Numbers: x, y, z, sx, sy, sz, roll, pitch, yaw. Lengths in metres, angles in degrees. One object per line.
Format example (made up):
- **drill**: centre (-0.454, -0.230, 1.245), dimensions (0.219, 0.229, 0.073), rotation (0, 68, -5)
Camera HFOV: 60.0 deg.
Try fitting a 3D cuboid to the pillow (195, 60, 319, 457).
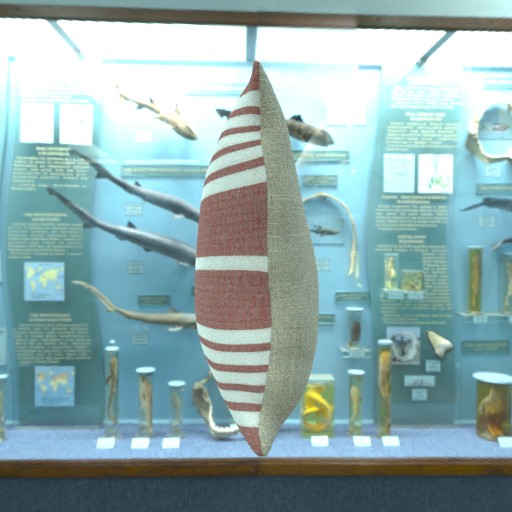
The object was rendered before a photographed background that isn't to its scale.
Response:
- **pillow**: centre (0.000, 0.000, 0.679), dimensions (0.182, 0.427, 0.439), rotation (0, 1, 0)
